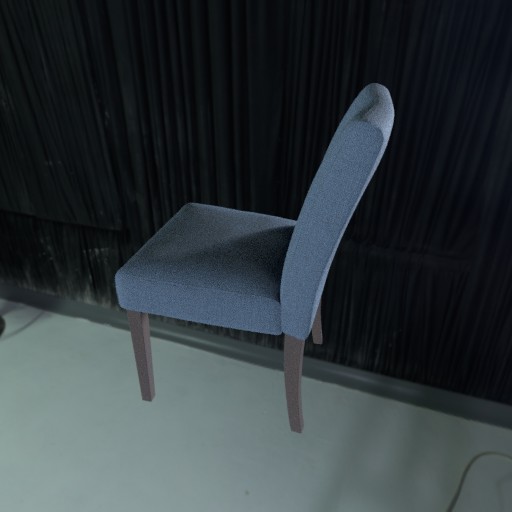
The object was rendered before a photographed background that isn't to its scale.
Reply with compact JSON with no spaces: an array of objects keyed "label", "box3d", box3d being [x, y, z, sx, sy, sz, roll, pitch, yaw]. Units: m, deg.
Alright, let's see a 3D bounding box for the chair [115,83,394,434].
[{"label":"chair","box3d":[0.000,0.000,1.252,0.629,0.882,0.487,8,31,13]}]
